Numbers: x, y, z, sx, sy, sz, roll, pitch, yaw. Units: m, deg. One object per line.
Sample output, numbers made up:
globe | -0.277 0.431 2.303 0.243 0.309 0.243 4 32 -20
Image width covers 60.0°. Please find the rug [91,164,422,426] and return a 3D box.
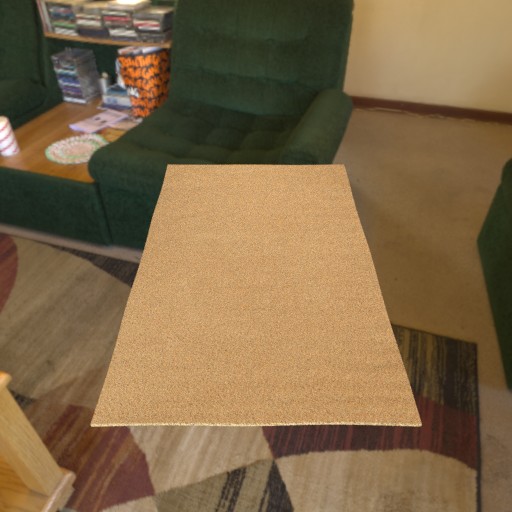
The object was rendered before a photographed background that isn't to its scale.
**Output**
rug | 0.000 0.000 2.895 1.500 0.025 2.346 0 41 0
